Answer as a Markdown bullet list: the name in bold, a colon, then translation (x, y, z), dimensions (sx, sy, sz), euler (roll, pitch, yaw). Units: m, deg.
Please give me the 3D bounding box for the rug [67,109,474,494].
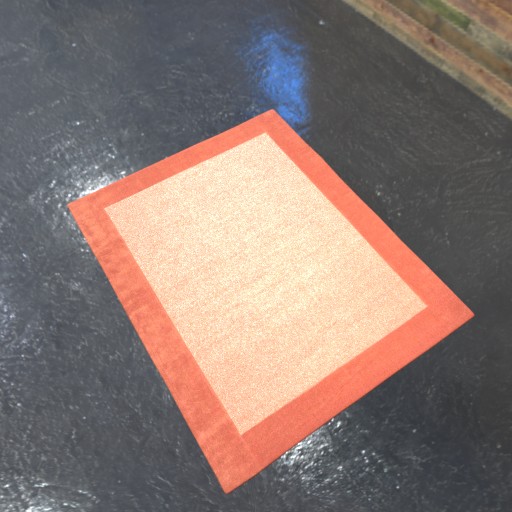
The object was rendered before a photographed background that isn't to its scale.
- **rug**: translation (0.000, 0.000, 3.986), dimensions (2.430, 0.018, 2.976), euler (-30, 64, -16)
